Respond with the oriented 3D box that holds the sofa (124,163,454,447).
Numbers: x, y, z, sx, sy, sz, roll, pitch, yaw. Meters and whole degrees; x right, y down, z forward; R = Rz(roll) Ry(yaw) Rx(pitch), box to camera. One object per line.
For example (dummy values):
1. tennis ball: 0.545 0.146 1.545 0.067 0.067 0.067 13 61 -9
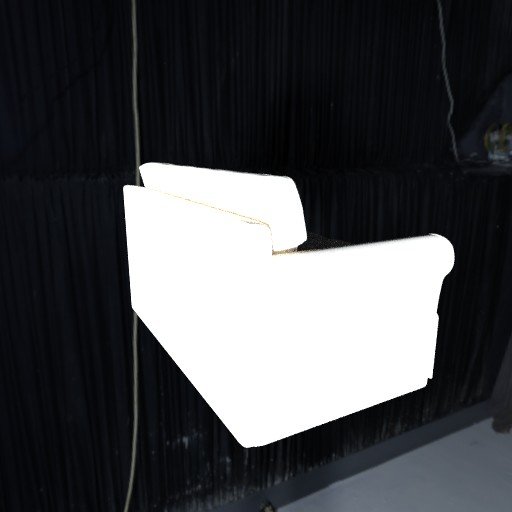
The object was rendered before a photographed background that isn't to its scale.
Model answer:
1. sofa: 0.000 0.000 2.358 0.991 0.940 1.727 -8 16 -28
